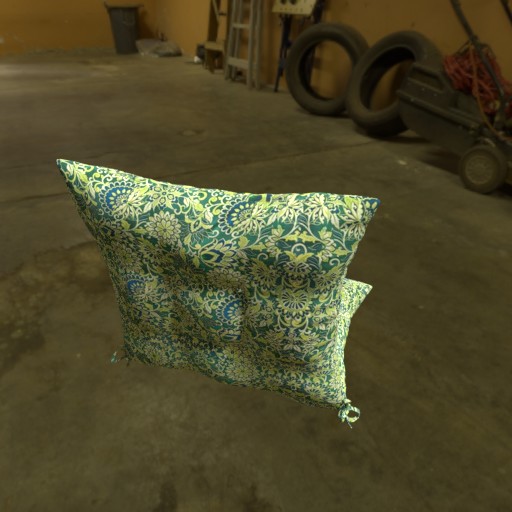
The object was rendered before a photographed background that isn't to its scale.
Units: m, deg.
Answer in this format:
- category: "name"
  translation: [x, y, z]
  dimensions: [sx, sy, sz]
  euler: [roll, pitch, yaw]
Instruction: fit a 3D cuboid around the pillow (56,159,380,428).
- category: "pillow"
  translation: [0.000, 0.000, 0.970]
  dimensions: [0.541, 0.536, 0.585]
  euler: [10, 32, 16]
